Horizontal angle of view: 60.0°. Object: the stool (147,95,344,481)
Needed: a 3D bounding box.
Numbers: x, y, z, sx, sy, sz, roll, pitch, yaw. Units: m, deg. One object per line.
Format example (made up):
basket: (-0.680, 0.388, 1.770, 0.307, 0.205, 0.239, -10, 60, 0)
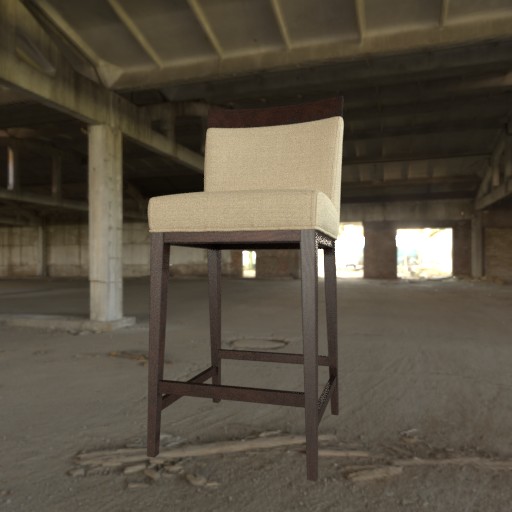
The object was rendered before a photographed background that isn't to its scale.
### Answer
stool: (0.000, 0.000, 1.415, 0.511, 1.117, 0.531, 0, 0, 17)
